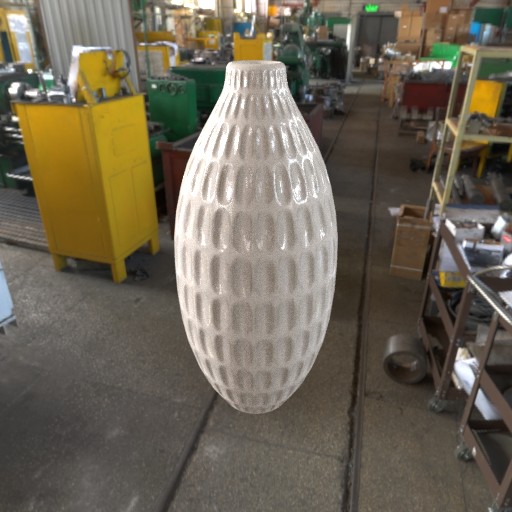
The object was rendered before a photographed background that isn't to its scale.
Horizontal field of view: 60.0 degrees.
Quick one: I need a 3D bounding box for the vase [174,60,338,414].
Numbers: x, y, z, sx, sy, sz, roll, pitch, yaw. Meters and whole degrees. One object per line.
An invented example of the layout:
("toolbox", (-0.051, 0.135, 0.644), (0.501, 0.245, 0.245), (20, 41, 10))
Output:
("vase", (0.000, 0.000, 0.351), (0.127, 0.282, 0.127), (0, 27, 0))
